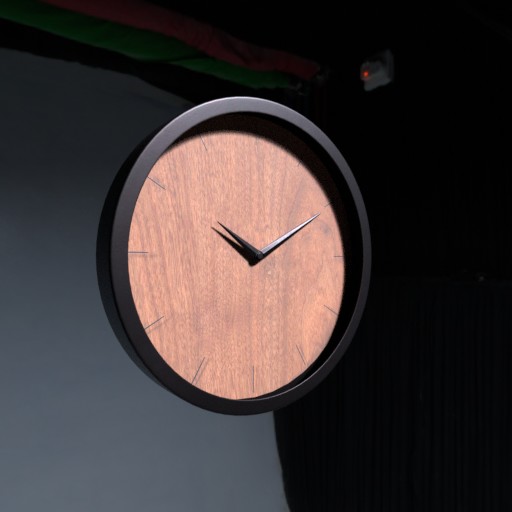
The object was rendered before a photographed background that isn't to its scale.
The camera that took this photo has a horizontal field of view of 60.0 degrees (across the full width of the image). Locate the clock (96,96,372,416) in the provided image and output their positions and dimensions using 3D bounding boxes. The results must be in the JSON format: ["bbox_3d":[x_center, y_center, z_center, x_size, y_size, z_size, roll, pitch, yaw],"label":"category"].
[{"bbox_3d":[0.000,0.000,0.459,0.314,0.314,0.040,0,0,-35],"label":"clock"}]
